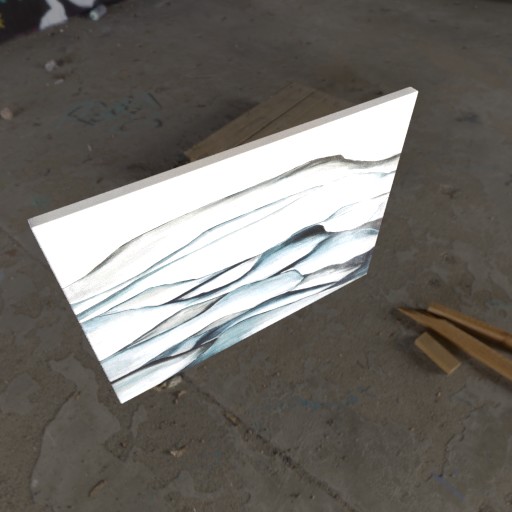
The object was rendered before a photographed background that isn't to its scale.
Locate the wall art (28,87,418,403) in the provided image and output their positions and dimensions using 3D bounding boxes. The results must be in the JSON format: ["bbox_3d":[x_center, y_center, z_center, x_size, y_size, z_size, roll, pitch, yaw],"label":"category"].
[{"bbox_3d":[0.000,0.000,1.564,1.219,0.915,0.039,-25,52,-21],"label":"wall art"}]
